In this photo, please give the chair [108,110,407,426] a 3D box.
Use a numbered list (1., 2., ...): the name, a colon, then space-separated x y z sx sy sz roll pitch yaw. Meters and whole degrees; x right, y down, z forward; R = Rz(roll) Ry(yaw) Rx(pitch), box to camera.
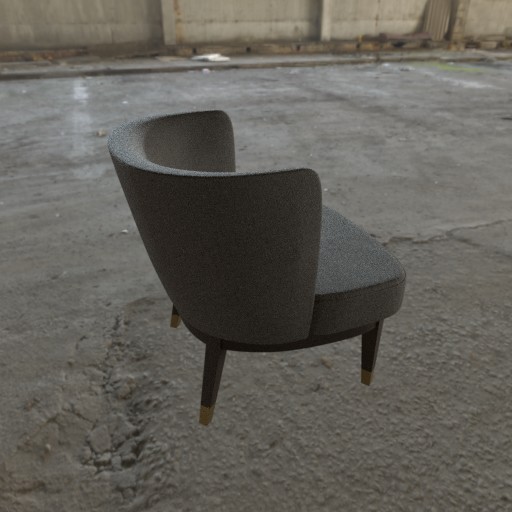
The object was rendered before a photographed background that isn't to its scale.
1. chair: 0.000 0.000 1.252 0.698 0.695 0.639 -10 30 -17
